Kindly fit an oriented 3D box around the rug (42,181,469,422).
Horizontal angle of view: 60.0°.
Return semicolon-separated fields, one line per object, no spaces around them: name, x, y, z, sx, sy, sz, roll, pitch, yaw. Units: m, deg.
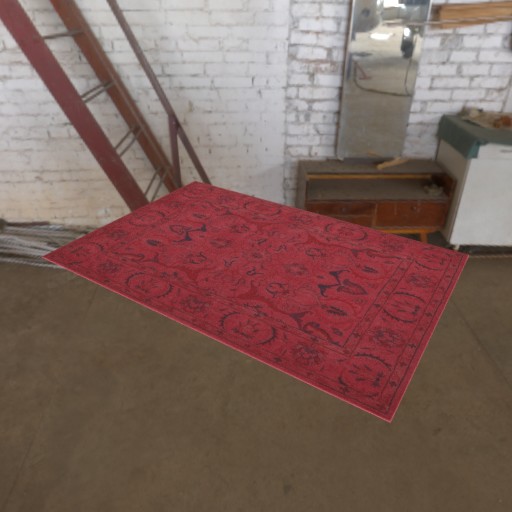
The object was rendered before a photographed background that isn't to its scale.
rug;0.000;0.000;2.260;1.814;0.008;1.209;19;37;28
